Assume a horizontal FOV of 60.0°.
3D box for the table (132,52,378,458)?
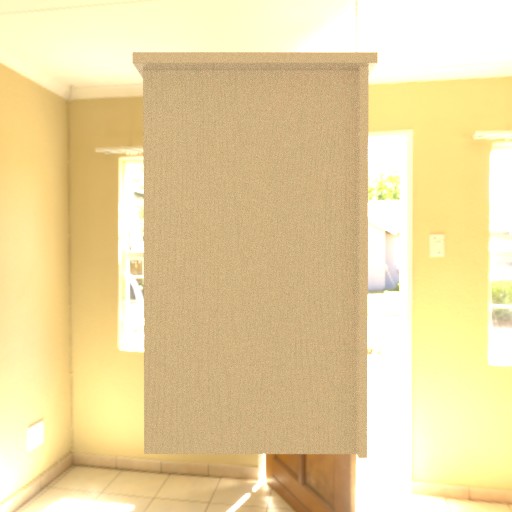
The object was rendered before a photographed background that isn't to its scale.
[{"bbox_3d":[0.000,0.000,0.927,0.381,0.635,0.480,0,1,0],"label":"table"}]
